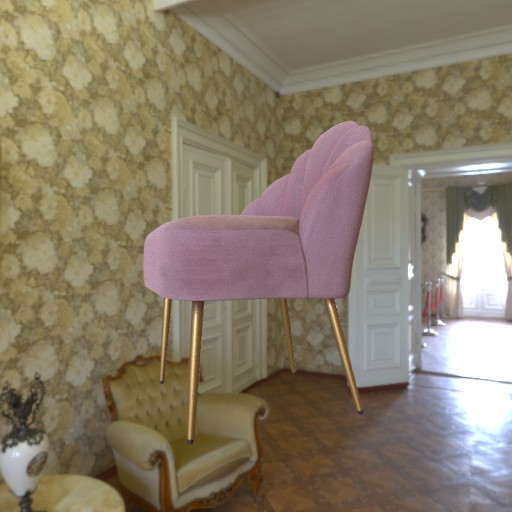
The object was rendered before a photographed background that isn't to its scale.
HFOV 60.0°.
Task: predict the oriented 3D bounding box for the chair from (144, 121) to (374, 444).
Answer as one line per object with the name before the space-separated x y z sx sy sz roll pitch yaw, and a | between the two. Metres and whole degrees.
chair | 0.000 0.000 1.276 0.599 0.819 0.657 0 -1 -19
